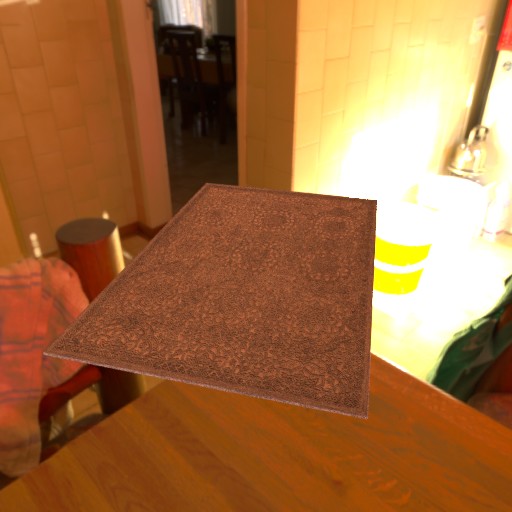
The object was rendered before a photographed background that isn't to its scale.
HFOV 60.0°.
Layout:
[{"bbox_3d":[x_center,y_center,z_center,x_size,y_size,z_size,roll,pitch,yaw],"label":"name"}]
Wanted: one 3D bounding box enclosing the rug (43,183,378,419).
[{"bbox_3d":[0.000,0.000,2.319,1.208,0.012,1.819,7,31,12],"label":"rug"}]
